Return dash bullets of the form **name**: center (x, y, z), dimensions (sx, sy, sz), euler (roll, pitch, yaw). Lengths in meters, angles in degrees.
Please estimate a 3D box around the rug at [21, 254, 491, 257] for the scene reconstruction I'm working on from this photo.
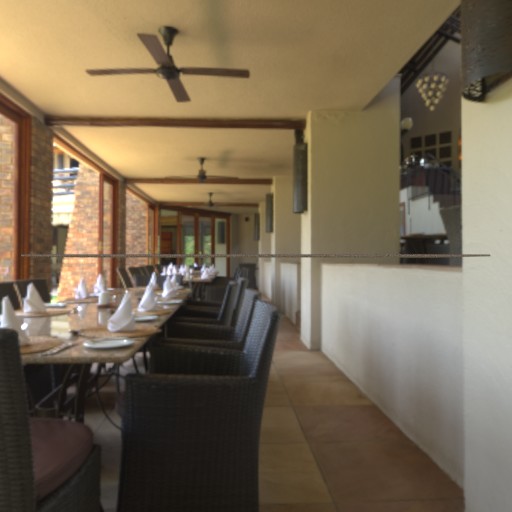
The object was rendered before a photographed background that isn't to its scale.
- **rug**: center (0.000, 0.000, 2.663), dimensions (2.430, 0.012, 0.767), euler (0, -1, 0)
